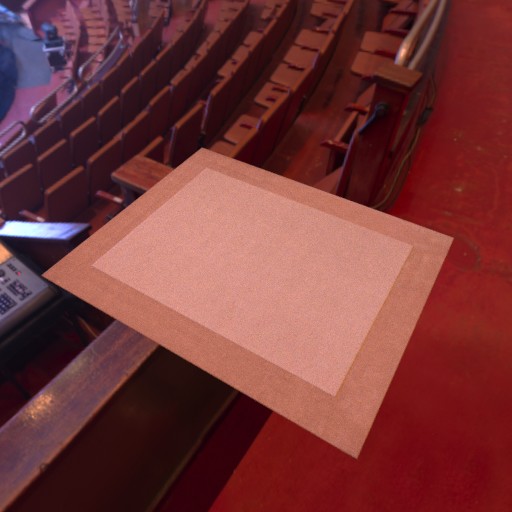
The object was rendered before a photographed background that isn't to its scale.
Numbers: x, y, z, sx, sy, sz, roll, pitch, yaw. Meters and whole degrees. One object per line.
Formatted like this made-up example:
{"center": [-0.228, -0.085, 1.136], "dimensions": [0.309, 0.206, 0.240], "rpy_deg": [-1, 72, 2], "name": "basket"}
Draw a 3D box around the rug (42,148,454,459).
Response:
{"center": [0.000, 0.000, 4.166], "dimensions": [3.048, 0.014, 2.438], "rpy_deg": [24, 51, 21], "name": "rug"}
